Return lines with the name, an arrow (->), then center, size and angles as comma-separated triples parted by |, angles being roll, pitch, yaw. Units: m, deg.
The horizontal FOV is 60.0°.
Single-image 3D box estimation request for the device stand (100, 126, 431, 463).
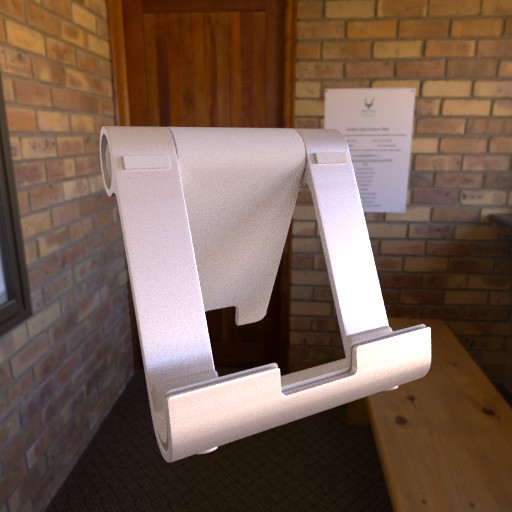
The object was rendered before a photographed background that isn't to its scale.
device stand -> 0.000, 0.000, 0.149 | 0.086, 0.084, 0.079 | -8, 17, -27
